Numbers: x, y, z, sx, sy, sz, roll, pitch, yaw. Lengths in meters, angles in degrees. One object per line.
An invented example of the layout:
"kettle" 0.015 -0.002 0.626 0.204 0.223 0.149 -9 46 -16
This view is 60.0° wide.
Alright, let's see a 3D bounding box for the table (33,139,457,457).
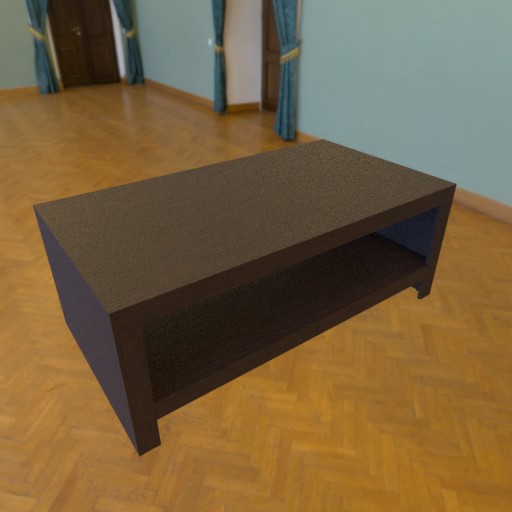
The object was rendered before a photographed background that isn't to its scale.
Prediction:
"table" 0.000 0.000 1.409 1.099 0.424 0.597 -20 36 -30
